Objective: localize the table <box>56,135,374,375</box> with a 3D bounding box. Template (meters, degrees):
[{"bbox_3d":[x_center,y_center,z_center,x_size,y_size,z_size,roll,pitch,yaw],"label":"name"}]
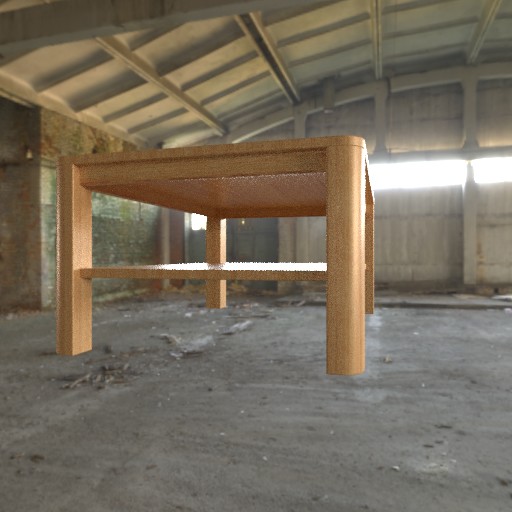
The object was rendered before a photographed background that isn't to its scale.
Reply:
[{"bbox_3d":[0.000,0.000,1.383,0.696,0.445,0.997,0,0,16],"label":"table"}]
